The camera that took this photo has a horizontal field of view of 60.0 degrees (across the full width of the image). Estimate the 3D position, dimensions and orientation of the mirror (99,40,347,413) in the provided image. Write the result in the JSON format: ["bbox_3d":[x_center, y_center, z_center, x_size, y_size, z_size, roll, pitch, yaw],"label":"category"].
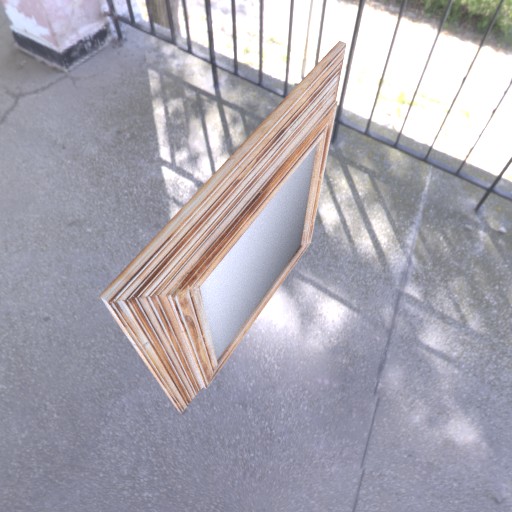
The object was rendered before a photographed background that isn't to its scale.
[{"bbox_3d":[0.000,0.000,1.208,0.061,0.804,0.804,30,63,17],"label":"mirror"}]
